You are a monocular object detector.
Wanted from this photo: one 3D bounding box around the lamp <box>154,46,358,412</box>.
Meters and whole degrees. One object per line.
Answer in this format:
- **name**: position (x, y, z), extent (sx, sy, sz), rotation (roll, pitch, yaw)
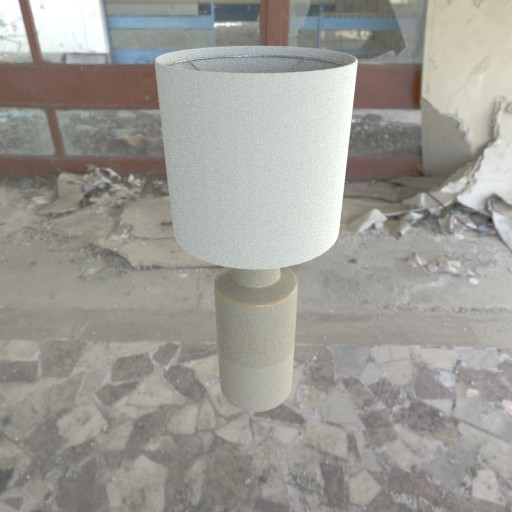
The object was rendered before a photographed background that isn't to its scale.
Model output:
- **lamp**: position (0.000, 0.000, 0.597), extent (0.212, 0.493, 0.212), rotation (21, 37, 31)
